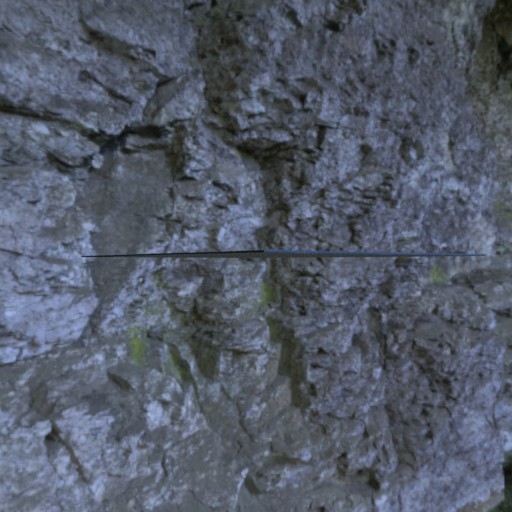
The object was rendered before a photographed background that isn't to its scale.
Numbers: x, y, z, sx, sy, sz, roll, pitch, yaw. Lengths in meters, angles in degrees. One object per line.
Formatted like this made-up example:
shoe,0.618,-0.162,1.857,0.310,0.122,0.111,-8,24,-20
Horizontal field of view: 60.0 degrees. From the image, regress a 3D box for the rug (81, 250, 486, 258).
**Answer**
rug,0.000,0.000,4.402,2.432,0.018,3.342,1,-1,-37
